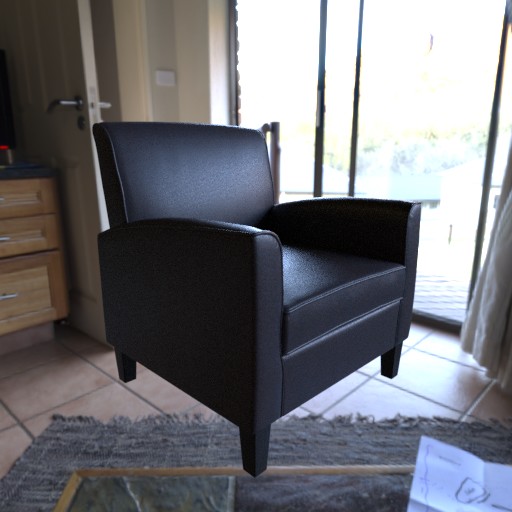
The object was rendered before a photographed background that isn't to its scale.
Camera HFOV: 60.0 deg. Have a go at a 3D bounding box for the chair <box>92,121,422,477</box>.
[{"bbox_3d":[0.000,0.000,1.541,0.820,0.916,0.819,-13,19,-43],"label":"chair"}]
